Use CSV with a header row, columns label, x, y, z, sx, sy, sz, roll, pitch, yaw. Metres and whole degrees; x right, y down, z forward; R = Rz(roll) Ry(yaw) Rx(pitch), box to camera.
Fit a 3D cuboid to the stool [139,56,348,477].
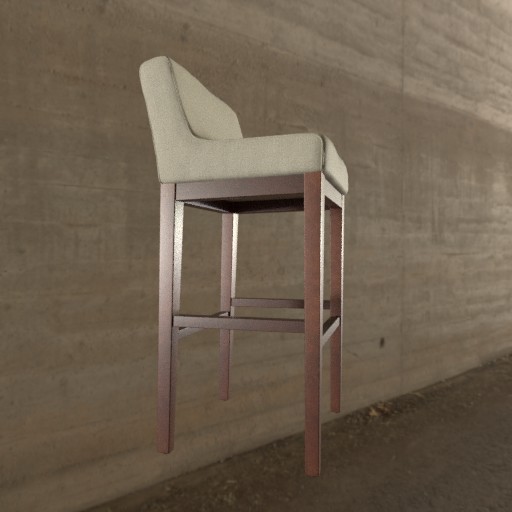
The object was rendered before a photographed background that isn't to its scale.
label,x,y,z,sx,sy,sz,roll,pitch,yaw
stool,0.000,0.000,1.314,0.500,1.037,0.511,0,1,17
